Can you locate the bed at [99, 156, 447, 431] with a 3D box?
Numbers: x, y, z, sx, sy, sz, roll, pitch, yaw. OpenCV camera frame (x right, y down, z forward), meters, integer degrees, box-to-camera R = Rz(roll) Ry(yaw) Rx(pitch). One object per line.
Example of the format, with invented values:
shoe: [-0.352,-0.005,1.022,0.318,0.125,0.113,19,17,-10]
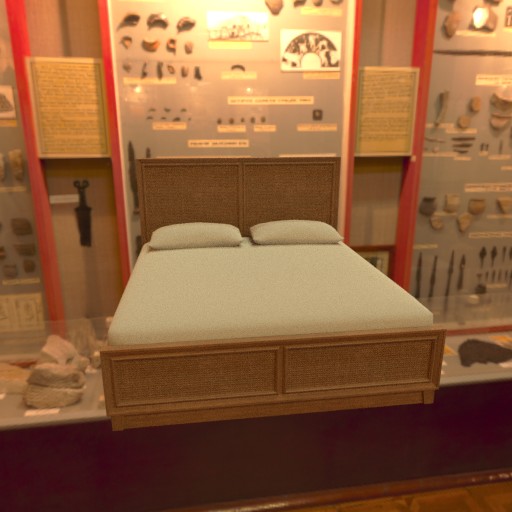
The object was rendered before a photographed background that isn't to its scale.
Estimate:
bed: [0.000,0.000,3.508,2.003,1.387,2.184,-2,16,-8]
